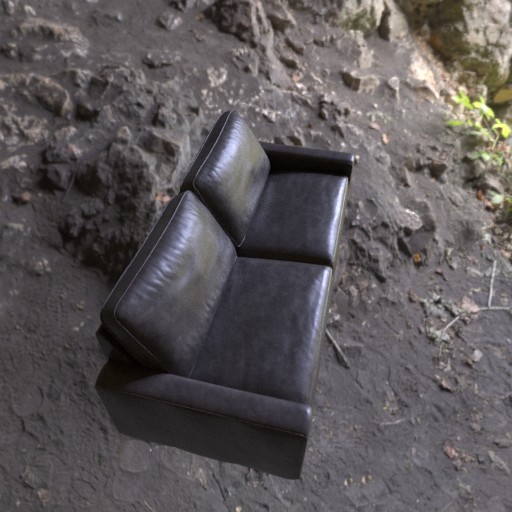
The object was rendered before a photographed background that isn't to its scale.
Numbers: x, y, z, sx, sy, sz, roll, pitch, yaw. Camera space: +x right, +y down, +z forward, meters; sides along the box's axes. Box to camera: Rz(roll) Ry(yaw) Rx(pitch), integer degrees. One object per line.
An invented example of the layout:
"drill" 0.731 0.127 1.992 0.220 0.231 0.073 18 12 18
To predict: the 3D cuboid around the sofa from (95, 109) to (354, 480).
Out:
"sofa" 0.000 0.000 2.586 0.939 0.916 2.081 10 47 10
